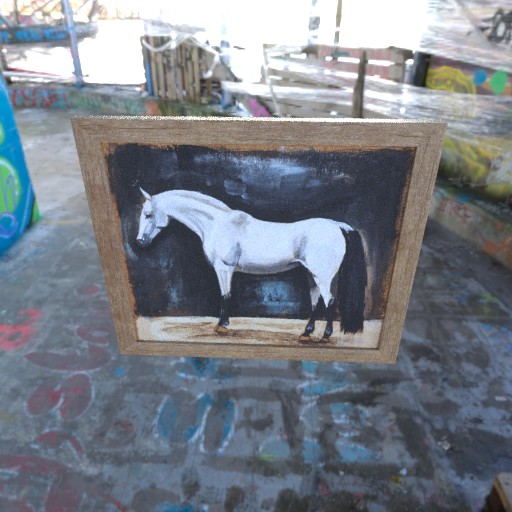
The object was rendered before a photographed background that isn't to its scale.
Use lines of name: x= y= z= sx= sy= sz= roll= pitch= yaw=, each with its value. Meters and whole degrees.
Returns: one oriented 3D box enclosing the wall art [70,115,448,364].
wall art: x=0.000 y=0.000 z=0.969 sx=0.690 sy=0.588 sz=0.026 roll=1 pitch=31 yaw=2
